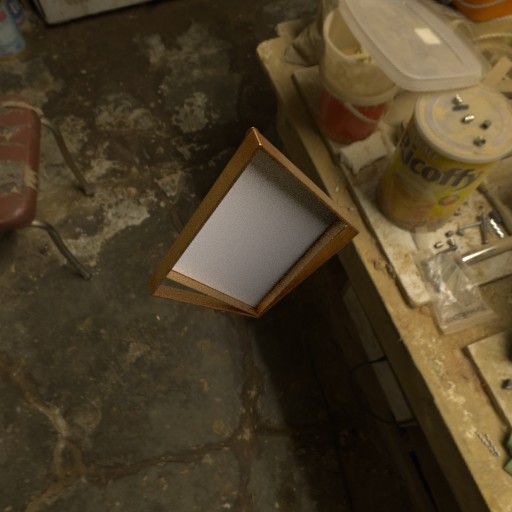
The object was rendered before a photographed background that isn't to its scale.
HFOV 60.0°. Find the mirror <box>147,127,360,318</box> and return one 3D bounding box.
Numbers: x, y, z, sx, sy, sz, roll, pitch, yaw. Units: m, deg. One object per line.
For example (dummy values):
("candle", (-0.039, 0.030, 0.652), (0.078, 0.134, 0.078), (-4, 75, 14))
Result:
("mirror", (0.000, 0.000, 0.847), (0.419, 0.679, 0.032), (-17, 65, -8))
